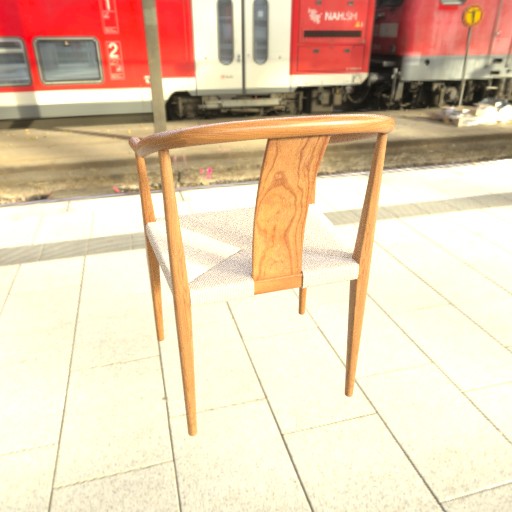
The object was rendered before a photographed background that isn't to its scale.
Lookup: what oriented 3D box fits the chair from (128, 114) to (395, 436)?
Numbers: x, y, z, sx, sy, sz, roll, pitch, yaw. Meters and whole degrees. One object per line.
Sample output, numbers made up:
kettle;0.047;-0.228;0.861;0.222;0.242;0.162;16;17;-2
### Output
chair;0.000;0.000;1.170;0.556;0.800;0.579;-8;28;-16
